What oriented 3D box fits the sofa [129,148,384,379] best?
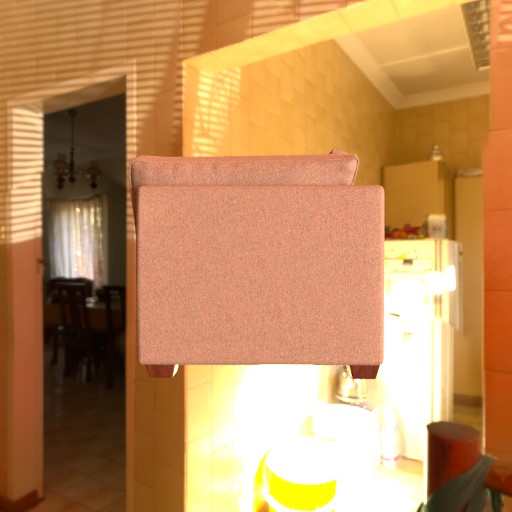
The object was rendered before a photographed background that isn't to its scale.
[{"bbox_3d":[0.000,0.000,2.888,1.061,0.962,2.317,0,0,0],"label":"sofa"}]
